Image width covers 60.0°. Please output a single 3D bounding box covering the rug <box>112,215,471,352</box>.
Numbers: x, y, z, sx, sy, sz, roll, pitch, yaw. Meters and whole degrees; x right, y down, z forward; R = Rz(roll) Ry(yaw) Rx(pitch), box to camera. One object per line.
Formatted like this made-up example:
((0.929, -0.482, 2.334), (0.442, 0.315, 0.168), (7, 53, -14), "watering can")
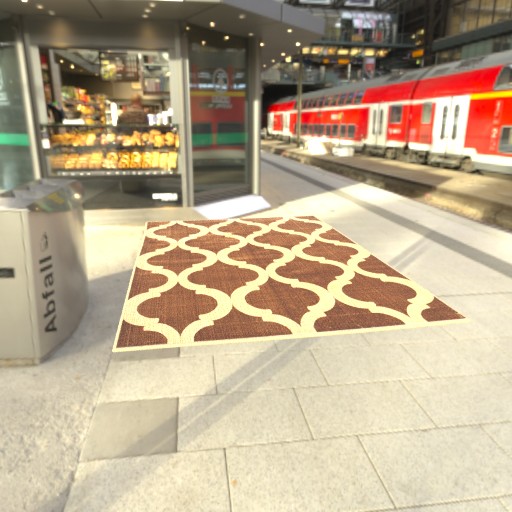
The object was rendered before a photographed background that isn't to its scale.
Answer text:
((0.000, 0.000, 2.883), (1.526, 0.014, 2.290), (-3, 17, -10), "rug")
